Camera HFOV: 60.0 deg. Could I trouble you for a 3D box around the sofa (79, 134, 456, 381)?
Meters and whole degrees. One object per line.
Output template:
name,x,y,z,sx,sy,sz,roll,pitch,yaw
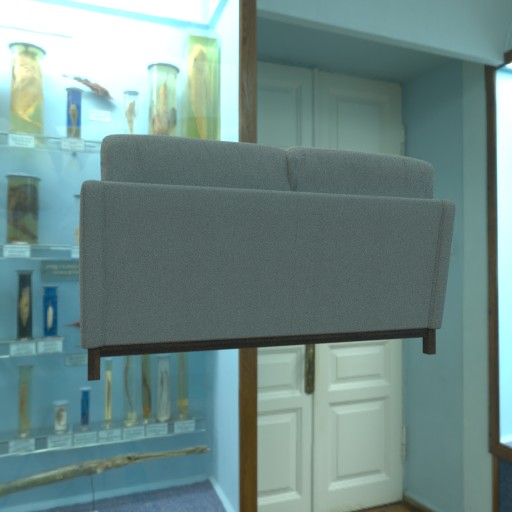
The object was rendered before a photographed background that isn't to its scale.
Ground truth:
sofa,0.000,0.000,2.189,1.589,0.921,0.987,0,-1,-18
